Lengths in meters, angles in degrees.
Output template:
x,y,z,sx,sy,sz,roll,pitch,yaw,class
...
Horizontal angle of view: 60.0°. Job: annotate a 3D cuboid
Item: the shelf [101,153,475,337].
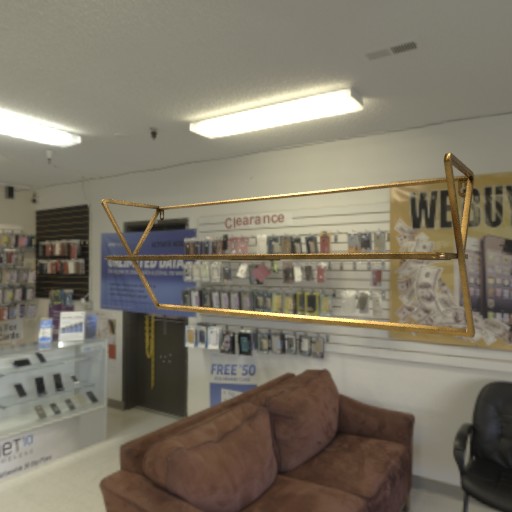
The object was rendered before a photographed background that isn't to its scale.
x,y,z,sx,sy,sz,roll,pitch,yaw,class
0.000,0.000,0.746,0.645,0.229,0.150,-1,-1,36,shelf
